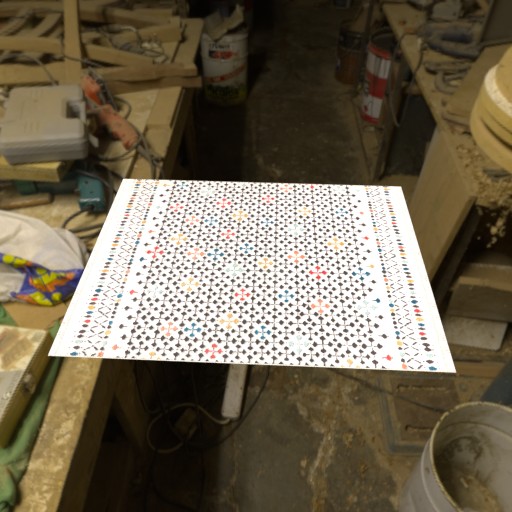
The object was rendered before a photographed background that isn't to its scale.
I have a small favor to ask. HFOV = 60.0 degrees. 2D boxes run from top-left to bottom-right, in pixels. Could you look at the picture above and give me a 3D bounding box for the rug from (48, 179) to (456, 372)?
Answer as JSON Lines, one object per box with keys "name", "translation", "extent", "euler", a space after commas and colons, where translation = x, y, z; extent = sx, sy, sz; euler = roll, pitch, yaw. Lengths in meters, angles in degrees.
{"name": "rug", "translation": [0.000, 0.000, 4.283], "extent": [3.196, 0.007, 2.354], "euler": [2, 46, 2]}
